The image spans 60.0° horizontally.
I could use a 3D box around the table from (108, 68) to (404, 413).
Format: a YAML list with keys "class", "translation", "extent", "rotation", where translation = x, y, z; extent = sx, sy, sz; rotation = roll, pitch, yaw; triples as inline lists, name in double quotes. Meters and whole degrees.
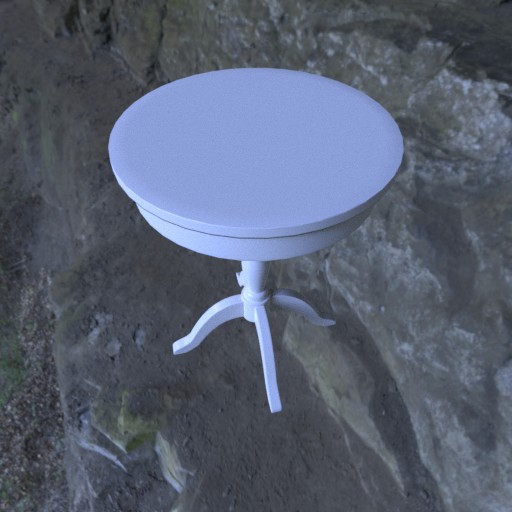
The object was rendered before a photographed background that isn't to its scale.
- class: "table"
  translation: [0.000, 0.000, 1.025]
  extent: [0.513, 0.653, 0.513]
  rotation: [0, 46, 0]
